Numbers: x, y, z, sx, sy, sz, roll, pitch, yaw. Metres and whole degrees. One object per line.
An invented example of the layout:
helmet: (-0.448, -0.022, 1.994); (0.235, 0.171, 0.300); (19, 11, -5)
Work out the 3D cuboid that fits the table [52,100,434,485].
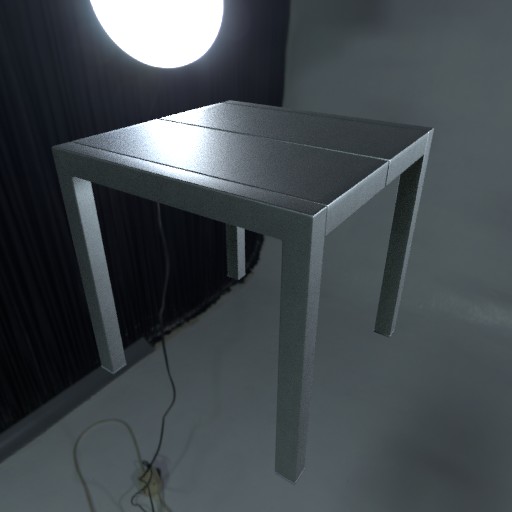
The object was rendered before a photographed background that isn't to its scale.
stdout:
table: (0.000, 0.000, 0.943); (0.508, 0.508, 0.508); (19, 35, 29)
